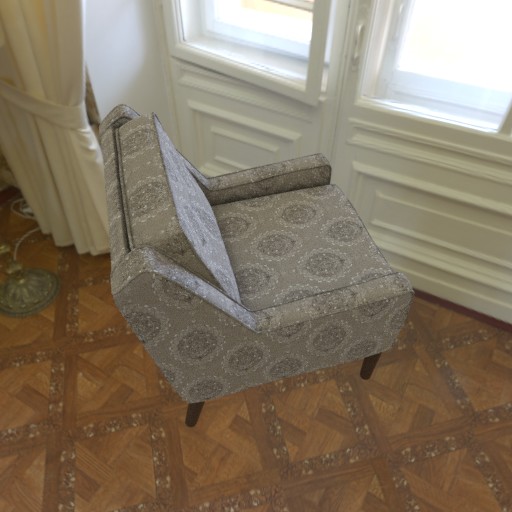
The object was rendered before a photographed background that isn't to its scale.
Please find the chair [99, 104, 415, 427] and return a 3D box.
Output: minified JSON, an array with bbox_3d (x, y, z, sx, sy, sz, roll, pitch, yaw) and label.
[{"bbox_3d":[0.000,0.000,1.364,0.750,0.797,0.665,-12,49,-11],"label":"chair"}]
